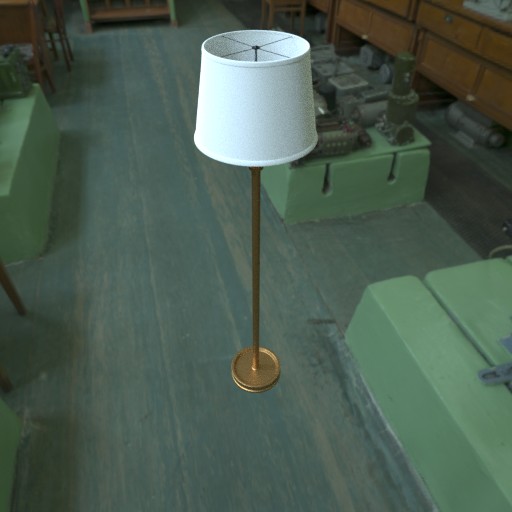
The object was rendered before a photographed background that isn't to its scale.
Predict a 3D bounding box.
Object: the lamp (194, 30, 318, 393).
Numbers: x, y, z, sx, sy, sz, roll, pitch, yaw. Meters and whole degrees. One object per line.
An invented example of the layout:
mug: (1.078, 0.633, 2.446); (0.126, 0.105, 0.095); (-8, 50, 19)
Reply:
lamp: (0.000, 0.000, 0.795); (0.178, 0.710, 0.178); (0, 41, 0)
